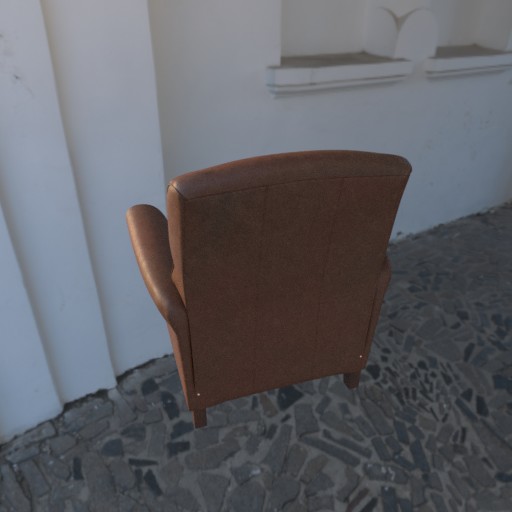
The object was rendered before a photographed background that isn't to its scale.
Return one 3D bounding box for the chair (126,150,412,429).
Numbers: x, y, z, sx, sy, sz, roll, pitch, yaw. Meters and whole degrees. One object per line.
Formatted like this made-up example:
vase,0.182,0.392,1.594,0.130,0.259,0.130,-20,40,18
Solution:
chair,0.000,0.000,1.839,0.978,1.061,0.902,-9,29,-16
